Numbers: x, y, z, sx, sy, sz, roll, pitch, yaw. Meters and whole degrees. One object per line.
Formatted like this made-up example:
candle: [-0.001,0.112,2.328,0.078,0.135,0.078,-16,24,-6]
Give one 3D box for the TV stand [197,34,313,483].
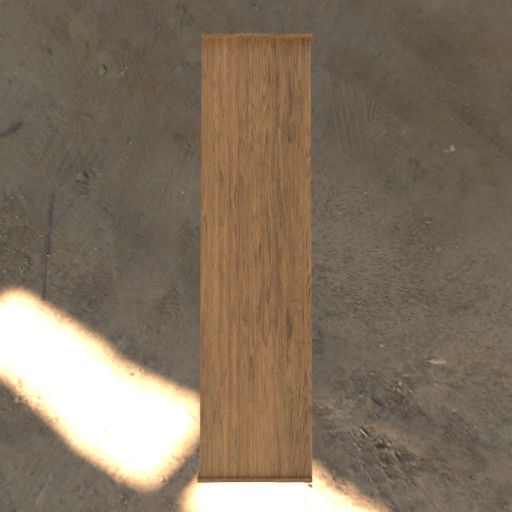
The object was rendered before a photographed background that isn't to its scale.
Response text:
TV stand: [0.000,0.000,1.979,0.467,0.415,1.796,0,88,0]
